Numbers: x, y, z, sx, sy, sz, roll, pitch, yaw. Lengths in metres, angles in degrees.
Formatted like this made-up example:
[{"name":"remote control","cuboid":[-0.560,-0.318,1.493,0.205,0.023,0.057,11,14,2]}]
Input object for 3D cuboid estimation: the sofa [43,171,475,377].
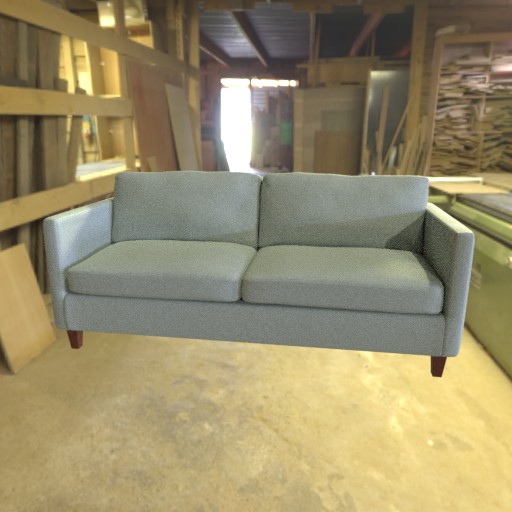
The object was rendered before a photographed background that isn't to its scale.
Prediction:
[{"name":"sofa","cuboid":[0.000,0.000,2.690,2.208,0.965,0.951,2,16,8]}]
